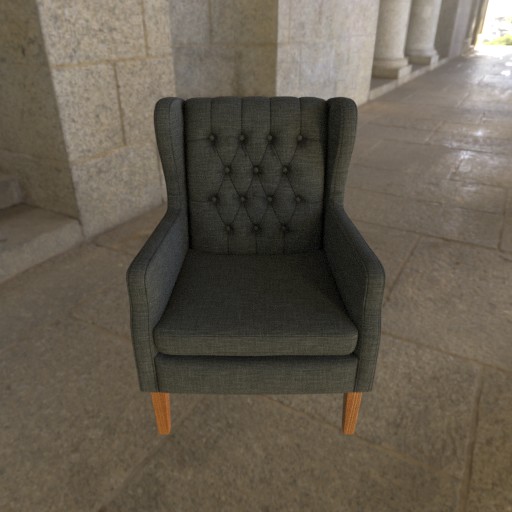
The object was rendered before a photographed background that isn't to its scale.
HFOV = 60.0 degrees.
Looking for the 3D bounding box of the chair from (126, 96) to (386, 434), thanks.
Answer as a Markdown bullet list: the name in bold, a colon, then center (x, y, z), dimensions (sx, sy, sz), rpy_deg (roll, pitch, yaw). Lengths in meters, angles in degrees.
- **chair**: center (0.000, 0.000, 1.504), dimensions (0.711, 0.953, 0.775), rpy_deg (0, 29, 0)
